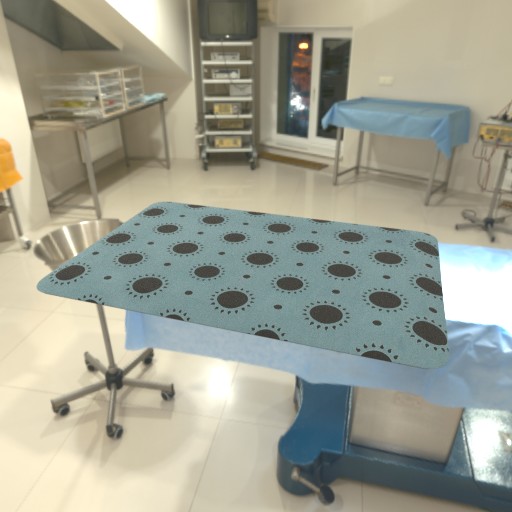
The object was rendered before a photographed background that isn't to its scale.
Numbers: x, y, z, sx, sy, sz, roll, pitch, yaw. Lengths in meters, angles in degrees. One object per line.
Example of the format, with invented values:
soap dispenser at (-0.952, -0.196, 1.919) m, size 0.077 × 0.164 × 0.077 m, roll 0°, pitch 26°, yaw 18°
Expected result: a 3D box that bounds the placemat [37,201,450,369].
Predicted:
placemat at (0.000, 0.000, 0.962) m, size 0.762 × 0.021 × 0.508 m, roll 8°, pitch 29°, yaw 16°
